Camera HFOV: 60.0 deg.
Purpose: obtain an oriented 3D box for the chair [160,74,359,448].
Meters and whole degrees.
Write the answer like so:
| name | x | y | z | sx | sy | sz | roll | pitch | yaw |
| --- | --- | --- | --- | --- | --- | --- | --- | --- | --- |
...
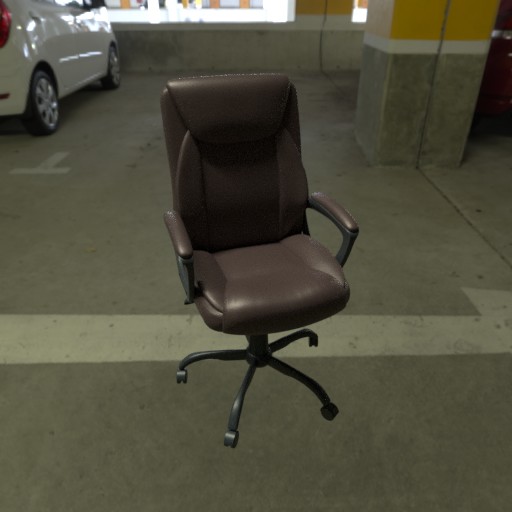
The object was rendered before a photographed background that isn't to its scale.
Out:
| name | x | y | z | sx | sy | sz | roll | pitch | yaw |
| --- | --- | --- | --- | --- | --- | --- | --- | --- | --- |
| chair | 0.000 | 0.000 | 1.492 | 0.615 | 1.072 | 0.655 | -9 | 31 | -16 |
